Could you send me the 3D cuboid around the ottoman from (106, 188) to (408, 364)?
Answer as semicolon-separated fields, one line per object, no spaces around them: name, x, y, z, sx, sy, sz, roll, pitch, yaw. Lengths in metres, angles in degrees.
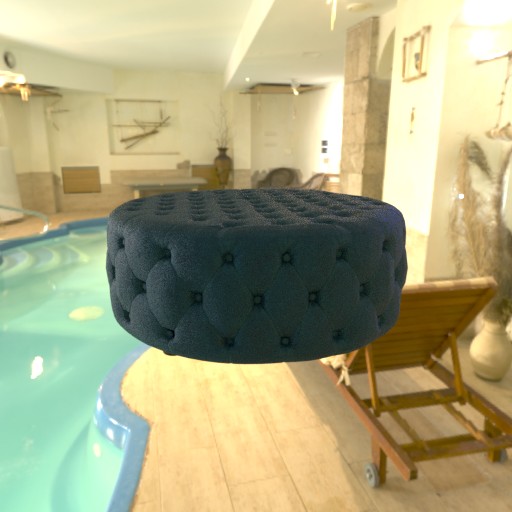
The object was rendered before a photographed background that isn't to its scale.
ottoman;0.000;0.000;1.546;0.998;0.398;0.998;0;14;0
